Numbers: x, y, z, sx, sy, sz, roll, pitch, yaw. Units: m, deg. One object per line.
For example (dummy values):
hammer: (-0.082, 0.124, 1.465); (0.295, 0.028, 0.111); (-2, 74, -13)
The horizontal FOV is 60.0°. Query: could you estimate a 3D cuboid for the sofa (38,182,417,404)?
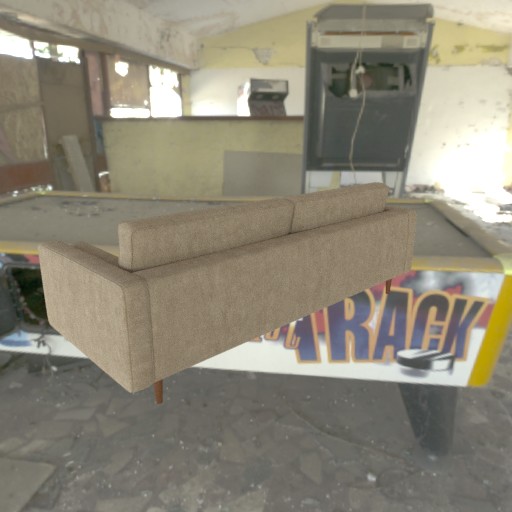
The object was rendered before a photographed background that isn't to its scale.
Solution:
sofa: (0.000, 0.000, 2.664); (2.200, 0.770, 0.919); (-15, 22, -41)
